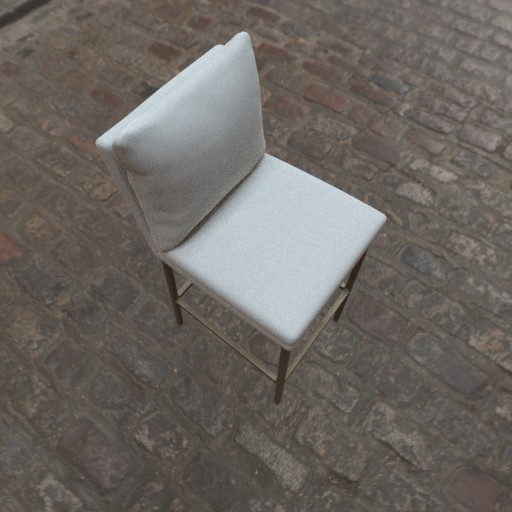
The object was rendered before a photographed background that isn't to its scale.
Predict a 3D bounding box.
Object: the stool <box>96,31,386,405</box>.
[{"bbox_3d":[0.000,0.000,1.385,0.572,1.125,0.463,33,65,18],"label":"stool"}]
